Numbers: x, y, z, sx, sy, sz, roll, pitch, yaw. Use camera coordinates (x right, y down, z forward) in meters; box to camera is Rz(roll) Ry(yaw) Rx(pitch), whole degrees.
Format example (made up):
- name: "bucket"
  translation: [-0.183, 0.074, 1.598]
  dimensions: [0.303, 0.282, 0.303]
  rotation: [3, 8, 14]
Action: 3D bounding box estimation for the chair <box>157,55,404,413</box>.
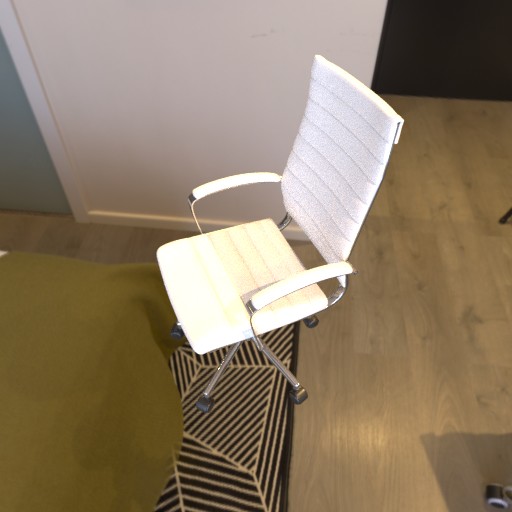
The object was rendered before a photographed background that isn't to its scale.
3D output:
- name: "chair"
  translation: [0.000, 0.000, 1.570]
  dimensions: [0.679, 1.149, 0.679]
  rotation: [-18, 49, -16]
